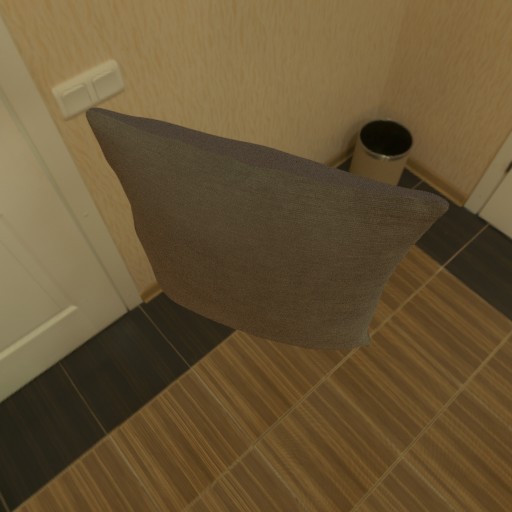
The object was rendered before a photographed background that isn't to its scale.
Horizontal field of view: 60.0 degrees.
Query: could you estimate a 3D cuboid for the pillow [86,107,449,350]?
[{"bbox_3d":[0.000,0.000,0.696,0.452,0.439,0.204,17,60,10],"label":"pillow"}]
